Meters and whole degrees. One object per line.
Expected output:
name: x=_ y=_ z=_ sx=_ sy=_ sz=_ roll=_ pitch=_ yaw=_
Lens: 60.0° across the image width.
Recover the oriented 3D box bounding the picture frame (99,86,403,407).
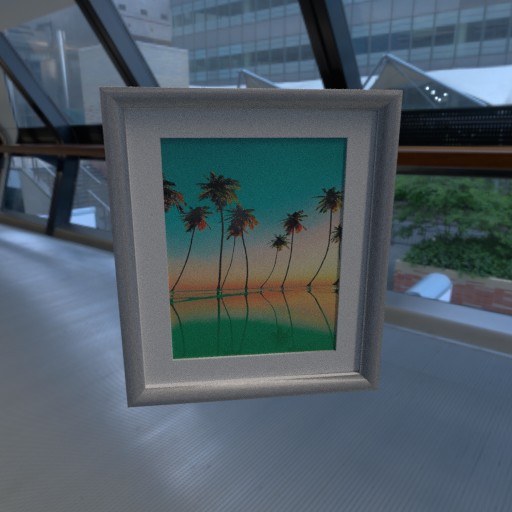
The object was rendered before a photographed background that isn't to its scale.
picture frame: x=0.000 y=0.000 z=0.535 sx=0.327 sy=0.378 sz=0.027 roll=-2 pitch=16 yaw=-7
